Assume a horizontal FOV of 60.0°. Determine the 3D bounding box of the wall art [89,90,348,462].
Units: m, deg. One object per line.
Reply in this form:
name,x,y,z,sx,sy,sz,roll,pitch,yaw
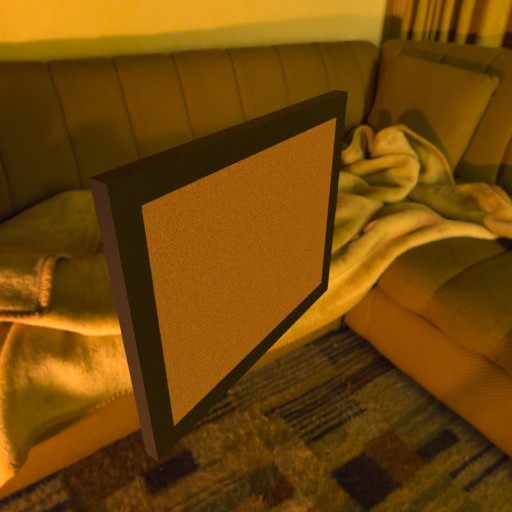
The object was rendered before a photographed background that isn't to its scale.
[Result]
wall art,0.000,0.000,0.768,0.028,0.460,0.561,20,37,30
